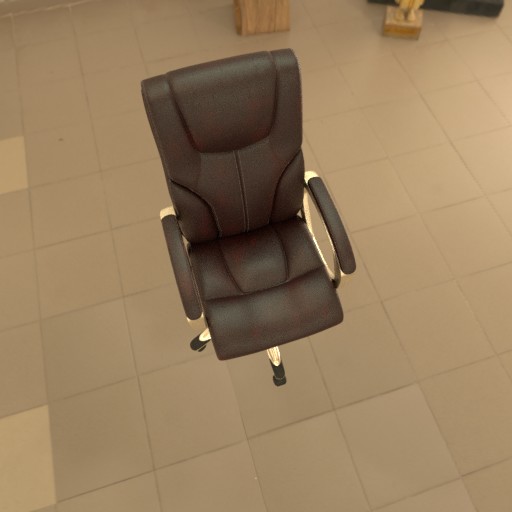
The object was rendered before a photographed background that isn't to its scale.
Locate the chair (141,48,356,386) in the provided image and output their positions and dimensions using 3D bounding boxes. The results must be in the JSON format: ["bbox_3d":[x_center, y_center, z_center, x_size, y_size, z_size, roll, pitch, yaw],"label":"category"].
[{"bbox_3d":[0.000,0.000,1.579,0.662,1.107,0.739,-16,64,-8],"label":"chair"}]
